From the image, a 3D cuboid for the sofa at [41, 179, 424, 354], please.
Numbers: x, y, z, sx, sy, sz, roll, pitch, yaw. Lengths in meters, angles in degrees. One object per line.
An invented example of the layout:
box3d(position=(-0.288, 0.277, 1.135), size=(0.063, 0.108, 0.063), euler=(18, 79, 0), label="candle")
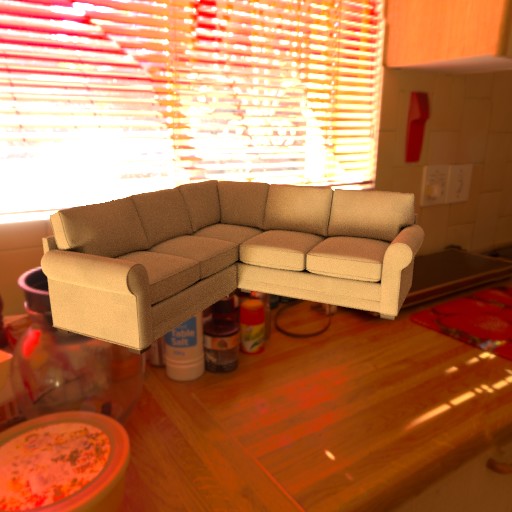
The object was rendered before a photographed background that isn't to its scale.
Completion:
box3d(position=(0.000, 0.000, 3.938), size=(2.562, 1.053, 2.487), euler=(8, 17, 26), label="sofa")
